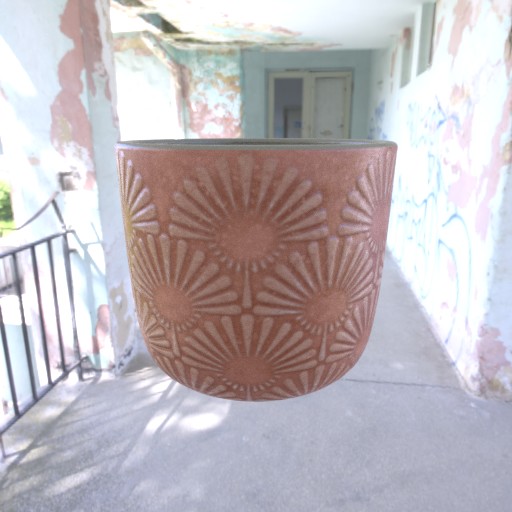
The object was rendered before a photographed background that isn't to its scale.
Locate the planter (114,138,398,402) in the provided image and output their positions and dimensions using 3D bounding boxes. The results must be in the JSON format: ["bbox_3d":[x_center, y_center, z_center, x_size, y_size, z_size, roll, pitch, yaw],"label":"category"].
[{"bbox_3d":[0.000,0.000,0.217,0.124,0.109,0.124,0,16,0],"label":"planter"}]
